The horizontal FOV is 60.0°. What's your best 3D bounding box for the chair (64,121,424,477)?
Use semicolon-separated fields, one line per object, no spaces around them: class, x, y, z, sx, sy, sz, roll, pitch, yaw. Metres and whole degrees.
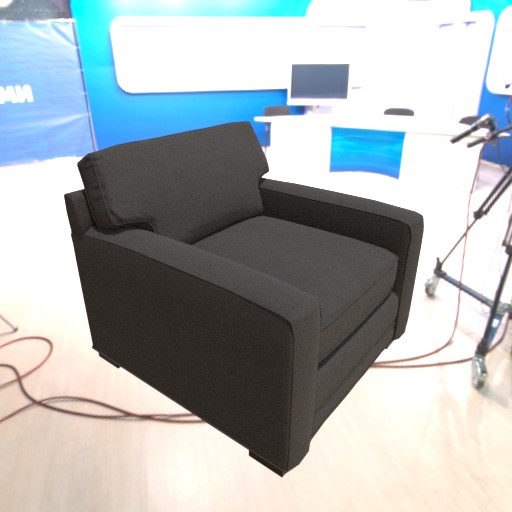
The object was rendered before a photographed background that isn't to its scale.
chair;0.000;0.000;1.814;1.043;0.913;0.997;19;31;33
